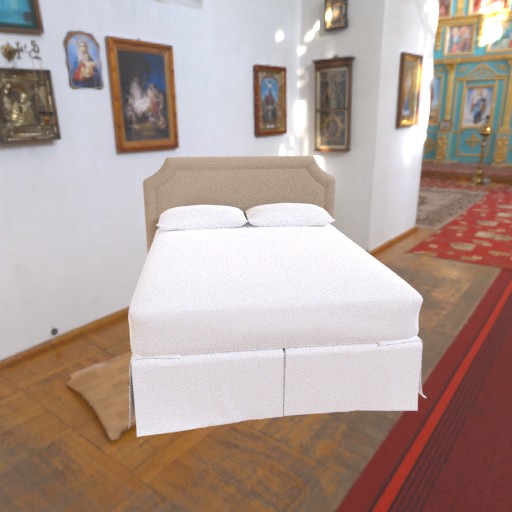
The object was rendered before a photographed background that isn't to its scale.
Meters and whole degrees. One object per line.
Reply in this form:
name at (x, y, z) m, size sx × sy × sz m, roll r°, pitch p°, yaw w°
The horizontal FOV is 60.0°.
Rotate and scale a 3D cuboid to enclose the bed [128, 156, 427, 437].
bed at (0.000, 0.000, 3.301) m, size 1.828 × 1.301 × 2.204 m, roll -2°, pitch 17°, yaw -7°
